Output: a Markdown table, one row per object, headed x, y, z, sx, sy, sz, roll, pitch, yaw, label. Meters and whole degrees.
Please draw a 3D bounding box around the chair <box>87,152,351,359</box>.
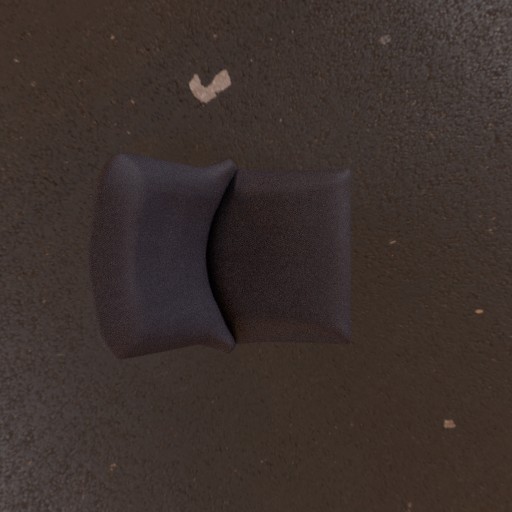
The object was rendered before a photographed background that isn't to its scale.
| x | y | z | sx | sy | sz | roll | pitch | yaw | label |
| --- | --- | --- | --- | --- | --- | --- | --- | --- | --- |
| 0.000 | 0.000 | 1.144 | 0.567 | 0.820 | 0.504 | 0 | 90 | 0 | chair |
